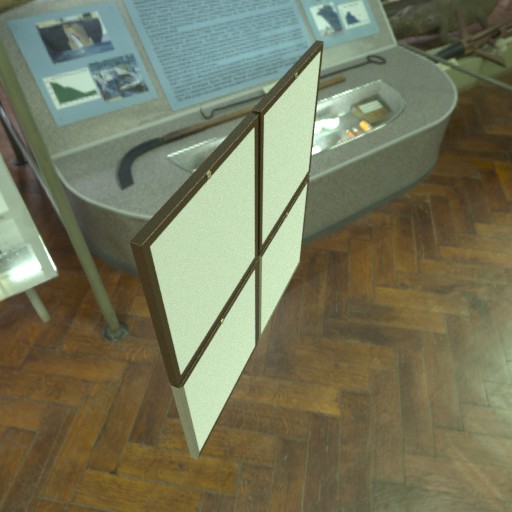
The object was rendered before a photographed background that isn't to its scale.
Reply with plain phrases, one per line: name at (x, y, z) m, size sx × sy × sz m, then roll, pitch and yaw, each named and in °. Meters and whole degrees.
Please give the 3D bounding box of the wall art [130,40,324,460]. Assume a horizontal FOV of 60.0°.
wall art at (0.000, 0.000, 1.479) m, size 0.030 × 1.032 × 1.032 m, roll 18°, pitch 48°, yaw 17°
